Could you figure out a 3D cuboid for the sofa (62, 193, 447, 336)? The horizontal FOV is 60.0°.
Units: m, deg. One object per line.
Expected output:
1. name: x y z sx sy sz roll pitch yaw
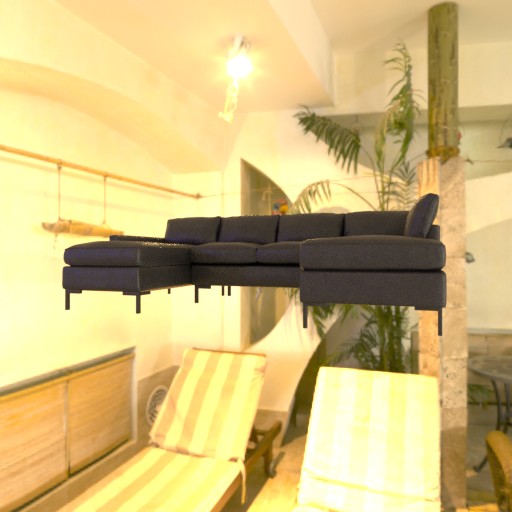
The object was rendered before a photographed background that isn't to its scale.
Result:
1. sofa: 0.000 0.000 3.867 2.956 0.900 1.939 0 0 20
